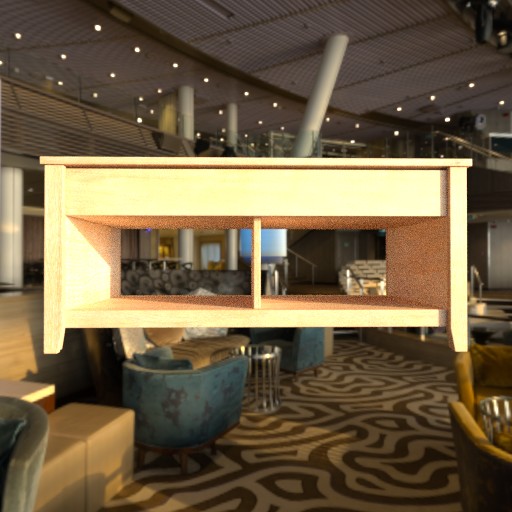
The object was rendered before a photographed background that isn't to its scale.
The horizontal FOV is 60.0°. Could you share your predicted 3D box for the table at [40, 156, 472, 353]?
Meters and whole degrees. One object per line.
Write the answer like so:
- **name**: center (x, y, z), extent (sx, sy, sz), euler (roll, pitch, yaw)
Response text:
- **table**: center (0.000, 0.000, 1.280), extent (1.016, 0.457, 0.483), euler (0, -1, -1)
